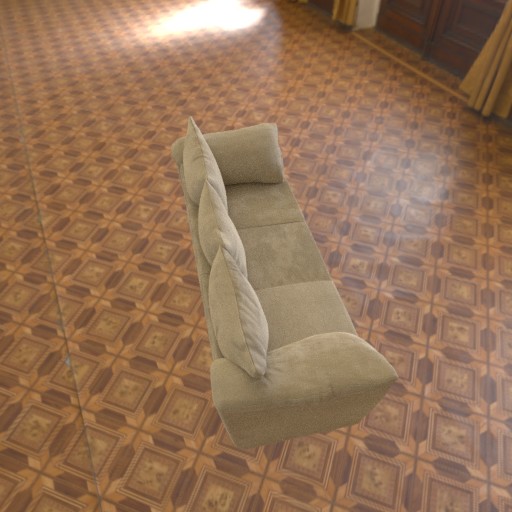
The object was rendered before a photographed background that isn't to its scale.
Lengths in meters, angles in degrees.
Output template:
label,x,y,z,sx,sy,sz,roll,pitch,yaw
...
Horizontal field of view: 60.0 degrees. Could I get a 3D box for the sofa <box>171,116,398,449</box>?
label,x,y,z,sx,sy,sz,roll,pitch,yaw
sofa,0.000,0.000,2.968,0.893,0.981,2.377,-9,47,-9
